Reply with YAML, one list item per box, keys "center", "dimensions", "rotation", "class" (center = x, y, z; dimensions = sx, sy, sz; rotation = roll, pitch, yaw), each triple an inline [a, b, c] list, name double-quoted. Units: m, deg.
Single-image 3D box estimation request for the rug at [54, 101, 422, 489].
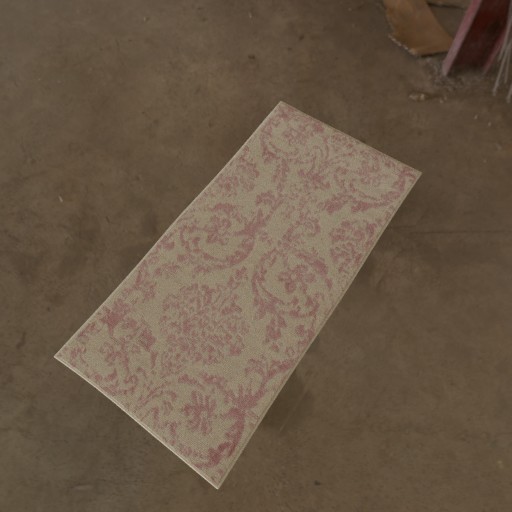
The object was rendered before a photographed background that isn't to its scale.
- center: [0.000, 0.000, 1.442]
  dimensions: [0.604, 0.007, 1.219]
  rotation: [32, 68, 14]
  class: "rug"
